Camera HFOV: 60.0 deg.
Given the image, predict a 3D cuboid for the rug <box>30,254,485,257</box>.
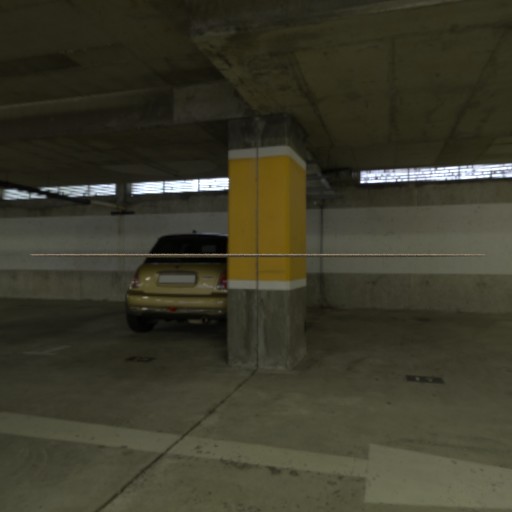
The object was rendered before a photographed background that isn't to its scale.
[{"bbox_3d":[0.000,0.000,4.383,3.294,0.018,2.382,0,0,-2],"label":"rug"}]
